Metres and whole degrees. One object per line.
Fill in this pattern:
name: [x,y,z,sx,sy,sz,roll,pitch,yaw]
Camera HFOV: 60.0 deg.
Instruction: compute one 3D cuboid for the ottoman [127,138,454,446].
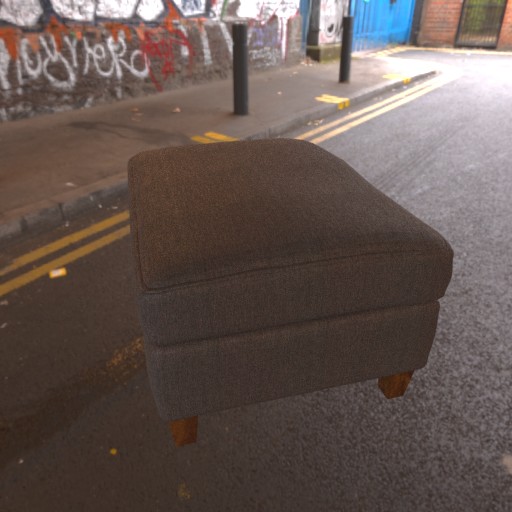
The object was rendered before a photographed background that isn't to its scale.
ottoman: [0.000,0.000,1.226,0.639,0.496,0.826,-8,30,-13]
